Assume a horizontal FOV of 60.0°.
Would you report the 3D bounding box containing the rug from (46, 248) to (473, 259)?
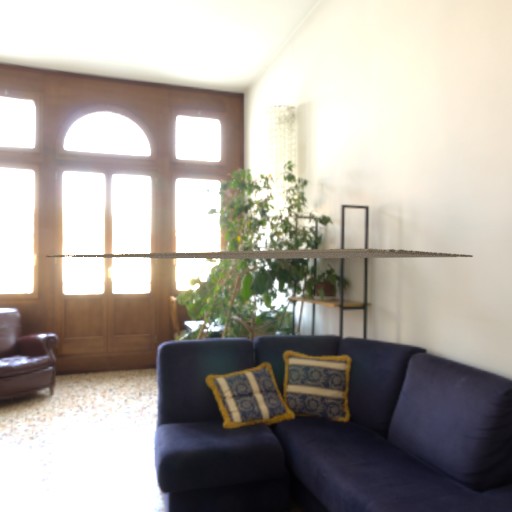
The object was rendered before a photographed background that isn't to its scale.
[{"bbox_3d":[0.000,0.000,2.293,1.872,0.013,1.243,-1,-1,36],"label":"rug"}]
